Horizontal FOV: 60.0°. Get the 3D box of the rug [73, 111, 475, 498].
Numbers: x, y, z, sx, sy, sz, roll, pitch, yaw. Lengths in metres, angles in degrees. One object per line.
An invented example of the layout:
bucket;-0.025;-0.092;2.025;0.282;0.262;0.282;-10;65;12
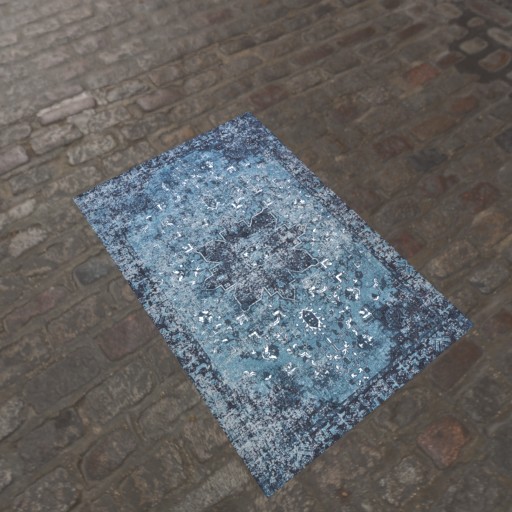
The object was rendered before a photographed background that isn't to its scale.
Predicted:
rug;0.000;0.000;2.283;1.219;0.005;1.828;-32;64;-18
